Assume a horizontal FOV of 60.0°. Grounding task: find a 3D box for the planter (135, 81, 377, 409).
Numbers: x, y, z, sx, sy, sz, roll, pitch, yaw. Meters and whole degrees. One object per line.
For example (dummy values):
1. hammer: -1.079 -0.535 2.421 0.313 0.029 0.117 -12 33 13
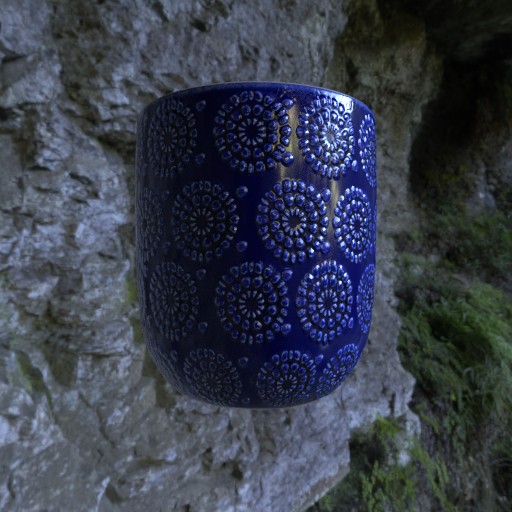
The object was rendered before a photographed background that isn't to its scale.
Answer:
1. planter: 0.000 0.000 0.350 0.184 0.206 0.184 0 0 0
